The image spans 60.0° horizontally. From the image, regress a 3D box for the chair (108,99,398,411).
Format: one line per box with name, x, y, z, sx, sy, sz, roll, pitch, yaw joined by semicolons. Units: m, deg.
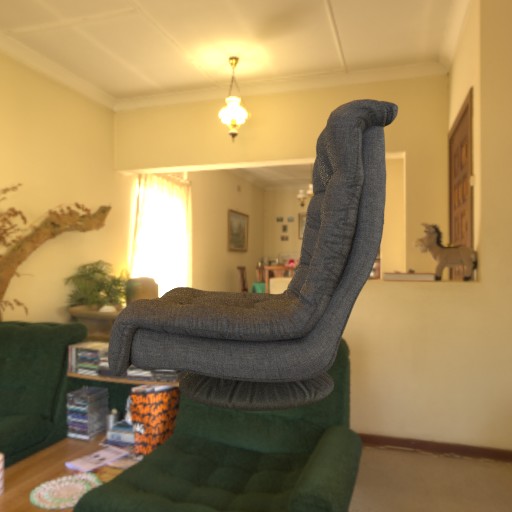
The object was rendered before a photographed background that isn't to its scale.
chair;0.000;0.000;1.242;0.668;0.749;0.597;0;-1;1
